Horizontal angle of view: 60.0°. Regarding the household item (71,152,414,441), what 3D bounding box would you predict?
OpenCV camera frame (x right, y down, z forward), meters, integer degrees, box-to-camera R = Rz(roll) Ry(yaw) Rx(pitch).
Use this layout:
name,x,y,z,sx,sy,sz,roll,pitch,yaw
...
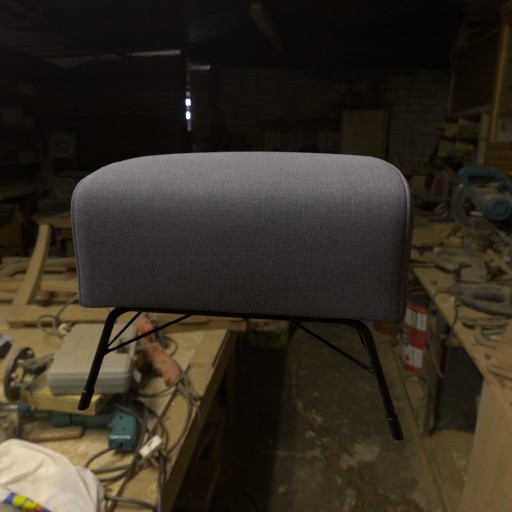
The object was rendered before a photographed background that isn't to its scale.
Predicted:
name,x,y,z,sx,sy,sz,roll,pitch,yaw
household item,0.000,0.000,0.899,0.530,0.410,0.530,2,15,8
